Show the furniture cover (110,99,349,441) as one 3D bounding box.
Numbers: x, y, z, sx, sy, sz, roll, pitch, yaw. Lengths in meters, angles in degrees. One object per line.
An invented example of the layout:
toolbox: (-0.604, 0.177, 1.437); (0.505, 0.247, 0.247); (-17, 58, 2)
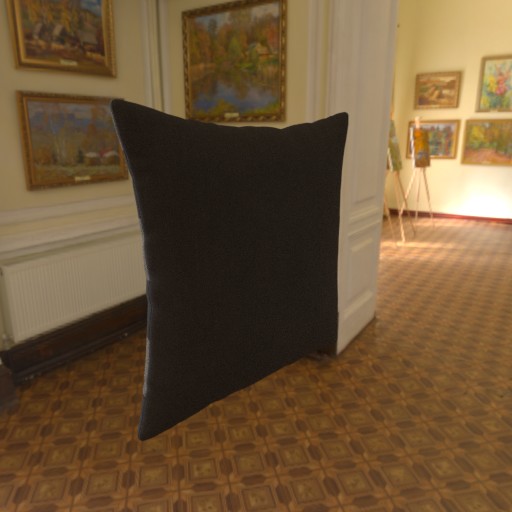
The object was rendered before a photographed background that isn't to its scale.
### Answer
furniture cover: (0.000, 0.000, 0.797); (0.511, 0.509, 0.161); (-14, 21, -42)
